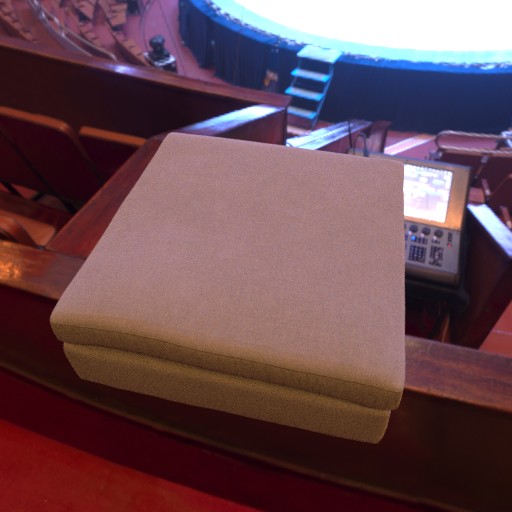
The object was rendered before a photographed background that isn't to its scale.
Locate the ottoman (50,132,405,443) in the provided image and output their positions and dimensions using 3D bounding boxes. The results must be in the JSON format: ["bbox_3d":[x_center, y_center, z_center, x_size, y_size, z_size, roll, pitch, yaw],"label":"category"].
[{"bbox_3d":[0.000,0.000,1.840,1.171,0.517,1.203,9,48,8],"label":"ottoman"}]
